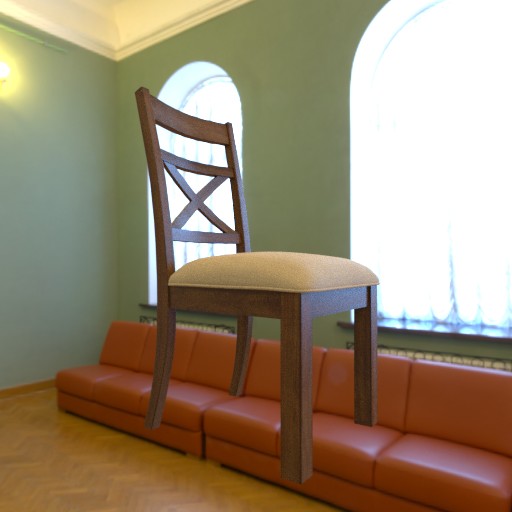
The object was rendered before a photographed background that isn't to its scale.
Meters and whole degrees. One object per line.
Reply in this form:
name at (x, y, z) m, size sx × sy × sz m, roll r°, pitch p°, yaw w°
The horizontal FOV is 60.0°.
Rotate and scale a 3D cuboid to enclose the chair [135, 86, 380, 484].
chair at (0.000, 0.000, 1.255) m, size 0.581 × 0.949 × 0.461 m, roll -1°, pitch -1°, yaw 36°
